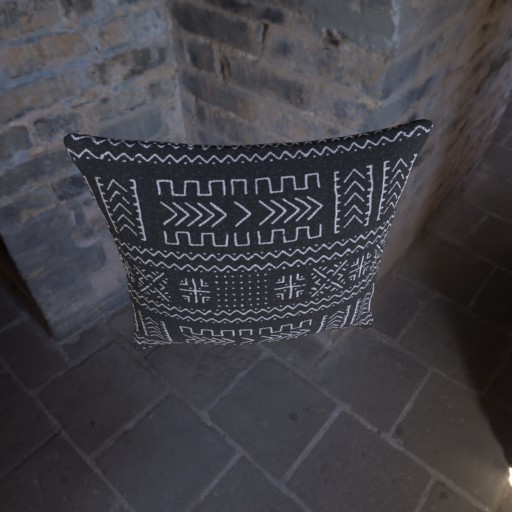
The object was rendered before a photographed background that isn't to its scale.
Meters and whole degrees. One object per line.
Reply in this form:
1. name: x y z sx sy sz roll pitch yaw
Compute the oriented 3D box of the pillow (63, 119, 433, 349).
1. pillow: 0.000 0.000 0.663 0.438 0.430 0.164 -4 45 -4
